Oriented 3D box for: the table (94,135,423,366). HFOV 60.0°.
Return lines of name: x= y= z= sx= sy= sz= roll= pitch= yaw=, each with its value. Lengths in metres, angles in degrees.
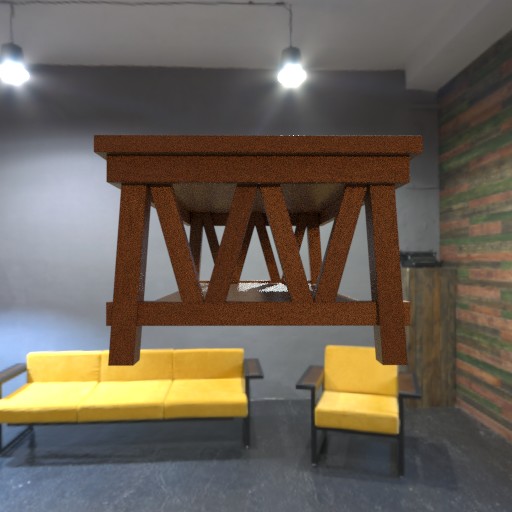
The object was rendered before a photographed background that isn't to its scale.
table: x=0.000 y=0.000 z=1.591 sx=0.711 sy=0.507 sz=1.270 roll=0 pitch=-1 yaw=-1
